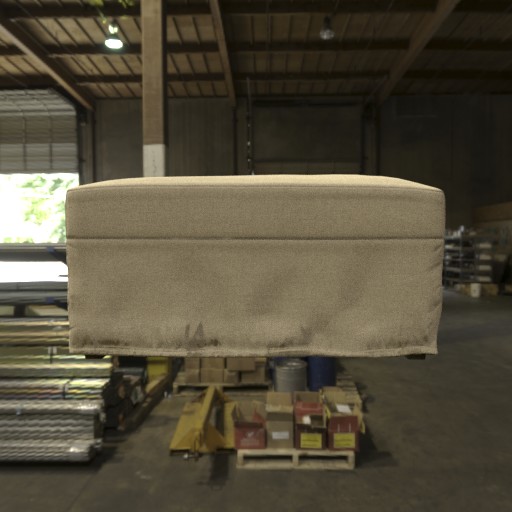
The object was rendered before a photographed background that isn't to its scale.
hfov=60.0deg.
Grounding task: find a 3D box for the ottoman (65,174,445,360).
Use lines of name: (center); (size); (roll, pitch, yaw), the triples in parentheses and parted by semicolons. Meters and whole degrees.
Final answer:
ottoman: (0.000, 0.000, 1.355); (0.840, 0.436, 0.843); (0, 2, 0)
